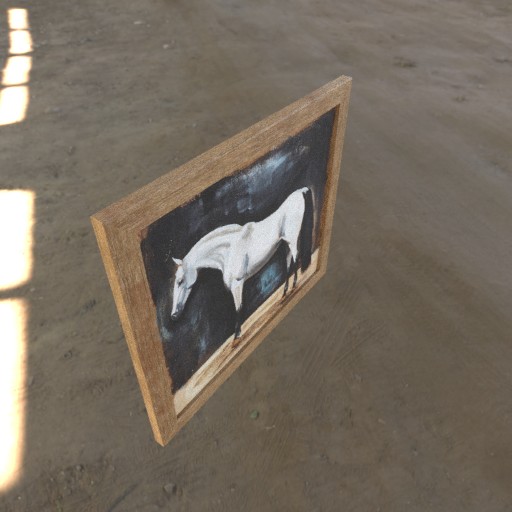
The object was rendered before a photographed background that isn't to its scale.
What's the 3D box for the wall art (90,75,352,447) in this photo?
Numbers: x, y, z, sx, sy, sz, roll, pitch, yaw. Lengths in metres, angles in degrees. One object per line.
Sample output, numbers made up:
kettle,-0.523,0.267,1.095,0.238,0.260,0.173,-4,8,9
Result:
wall art,0.000,0.000,0.972,0.026,0.588,0.690,26,46,27
